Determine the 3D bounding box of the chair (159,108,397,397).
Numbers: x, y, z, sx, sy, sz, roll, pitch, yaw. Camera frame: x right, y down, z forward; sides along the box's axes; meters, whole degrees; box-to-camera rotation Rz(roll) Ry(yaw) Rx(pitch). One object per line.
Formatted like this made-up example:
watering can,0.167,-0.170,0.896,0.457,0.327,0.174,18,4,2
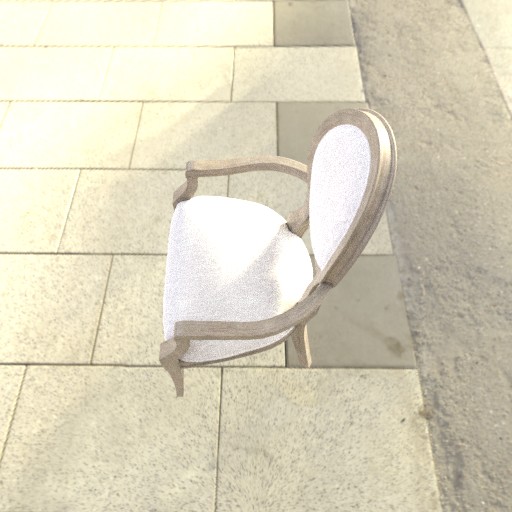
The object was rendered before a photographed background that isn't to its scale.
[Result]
chair,0.000,0.000,1.374,0.602,0.991,0.611,-1,59,-1
